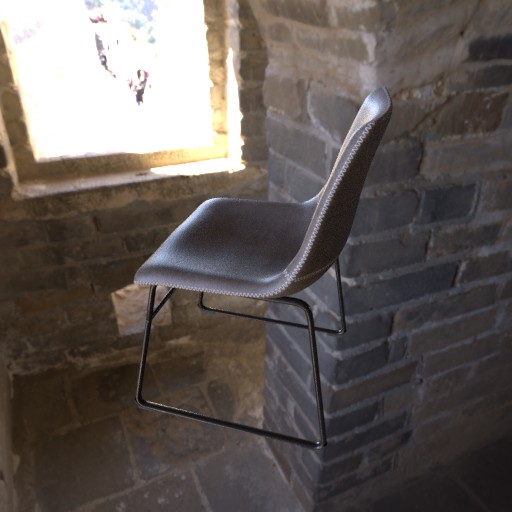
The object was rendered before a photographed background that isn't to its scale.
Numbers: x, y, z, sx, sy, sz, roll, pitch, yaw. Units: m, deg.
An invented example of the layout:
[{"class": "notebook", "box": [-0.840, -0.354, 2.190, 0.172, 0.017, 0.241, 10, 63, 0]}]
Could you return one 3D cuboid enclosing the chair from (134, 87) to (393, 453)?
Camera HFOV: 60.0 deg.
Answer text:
[{"class": "chair", "box": [0.000, 0.000, 1.113, 0.550, 0.780, 0.460, 8, 31, 14]}]
